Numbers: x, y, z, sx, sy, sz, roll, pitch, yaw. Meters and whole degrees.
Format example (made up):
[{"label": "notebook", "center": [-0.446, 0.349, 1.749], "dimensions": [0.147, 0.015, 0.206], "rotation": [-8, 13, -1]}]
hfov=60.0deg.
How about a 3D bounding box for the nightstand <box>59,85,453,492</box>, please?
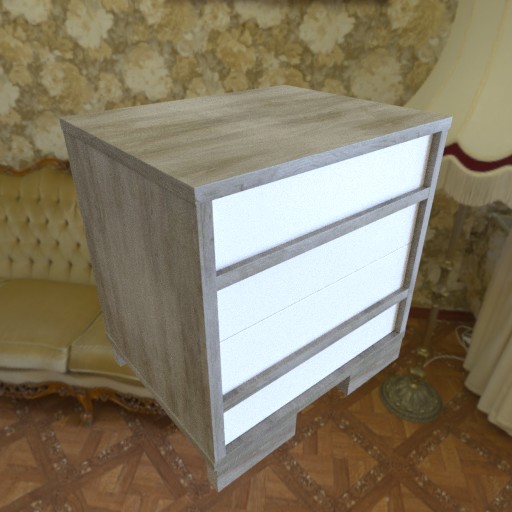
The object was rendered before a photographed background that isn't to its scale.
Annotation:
[{"label": "nightstand", "center": [0.000, 0.000, 0.729], "dimensions": [0.427, 0.448, 0.347], "rotation": [-22, 37, -33]}]
